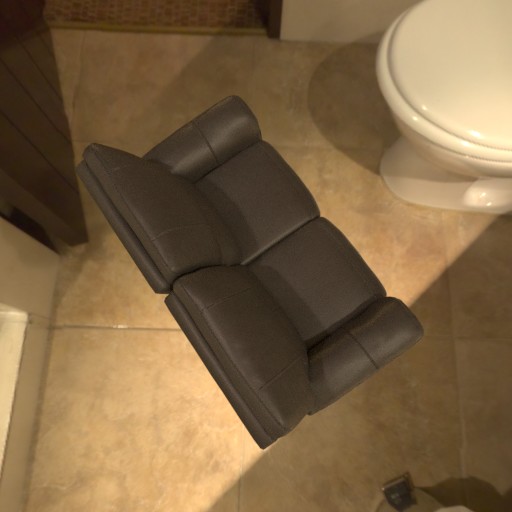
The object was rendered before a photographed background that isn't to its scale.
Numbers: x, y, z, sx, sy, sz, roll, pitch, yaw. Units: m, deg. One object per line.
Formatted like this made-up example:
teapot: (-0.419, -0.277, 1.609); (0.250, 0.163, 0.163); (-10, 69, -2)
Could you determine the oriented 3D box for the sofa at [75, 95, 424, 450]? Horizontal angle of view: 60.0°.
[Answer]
sofa: (0.000, 0.000, 2.531); (1.104, 1.111, 1.765); (-34, 77, -9)
